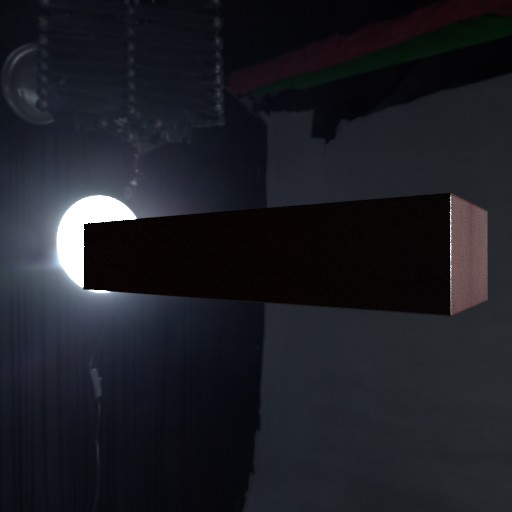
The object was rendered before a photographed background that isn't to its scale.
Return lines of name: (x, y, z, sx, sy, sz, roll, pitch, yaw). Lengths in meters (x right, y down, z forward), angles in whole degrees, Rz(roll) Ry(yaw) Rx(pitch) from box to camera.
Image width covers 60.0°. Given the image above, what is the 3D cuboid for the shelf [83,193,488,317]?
shelf: (0.000, 0.000, 0.513, 0.457, 0.088, 0.152, 0, 0, 36)
